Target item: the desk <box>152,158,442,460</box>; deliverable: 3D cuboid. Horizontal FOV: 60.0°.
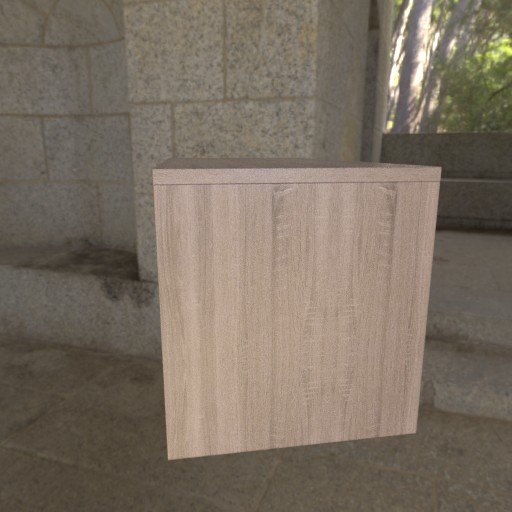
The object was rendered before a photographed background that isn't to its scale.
[{"bbox_3d":[0.000,0.000,1.775,0.690,0.745,1.380,-2,14,-9],"label":"desk"}]
